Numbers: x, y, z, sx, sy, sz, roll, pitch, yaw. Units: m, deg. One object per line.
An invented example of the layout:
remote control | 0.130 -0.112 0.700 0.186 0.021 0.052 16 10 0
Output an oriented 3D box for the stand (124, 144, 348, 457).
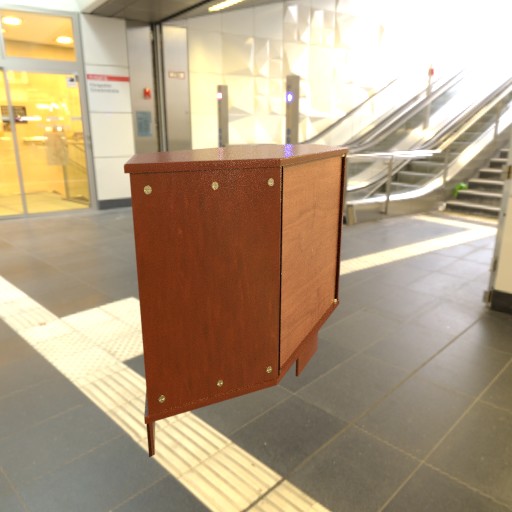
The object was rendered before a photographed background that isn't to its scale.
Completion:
stand | 0.000 0.000 1.321 0.381 0.614 1.072 7 18 24
